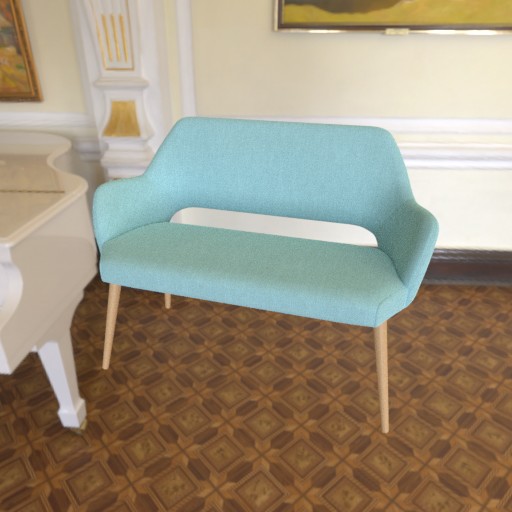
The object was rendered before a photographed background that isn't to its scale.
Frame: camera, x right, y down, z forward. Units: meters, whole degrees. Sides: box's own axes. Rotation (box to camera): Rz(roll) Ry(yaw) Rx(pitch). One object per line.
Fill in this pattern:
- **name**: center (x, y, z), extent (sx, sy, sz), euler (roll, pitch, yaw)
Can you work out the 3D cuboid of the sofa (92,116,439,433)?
- **sofa**: center (0.000, 0.000, 1.581), extent (1.150, 0.840, 0.610), euler (8, 28, 15)
